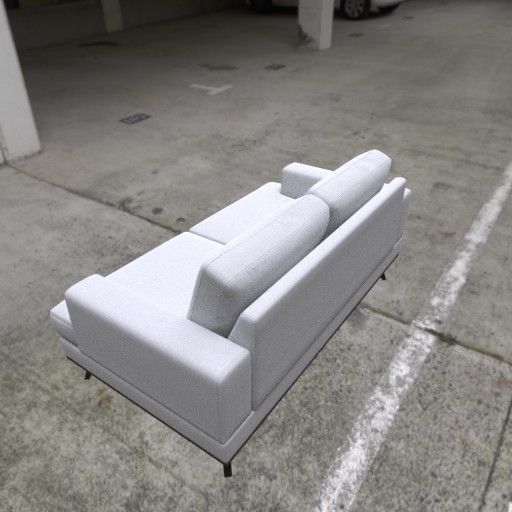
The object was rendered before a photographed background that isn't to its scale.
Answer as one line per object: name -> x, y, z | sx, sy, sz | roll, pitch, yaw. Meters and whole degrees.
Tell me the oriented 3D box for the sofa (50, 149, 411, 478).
sofa -> 0.000, 0.000, 2.123 | 0.920, 0.810, 1.650 | 20, 37, 29
